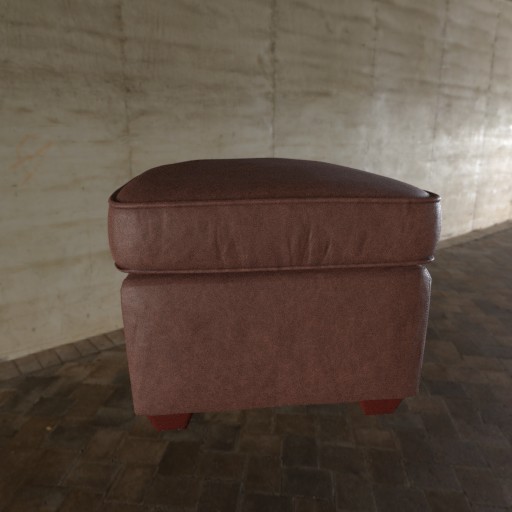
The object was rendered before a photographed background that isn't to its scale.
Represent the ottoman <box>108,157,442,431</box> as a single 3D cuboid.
[{"bbox_3d":[0.000,0.000,1.059,0.548,0.449,0.749,-2,16,-7],"label":"ottoman"}]
